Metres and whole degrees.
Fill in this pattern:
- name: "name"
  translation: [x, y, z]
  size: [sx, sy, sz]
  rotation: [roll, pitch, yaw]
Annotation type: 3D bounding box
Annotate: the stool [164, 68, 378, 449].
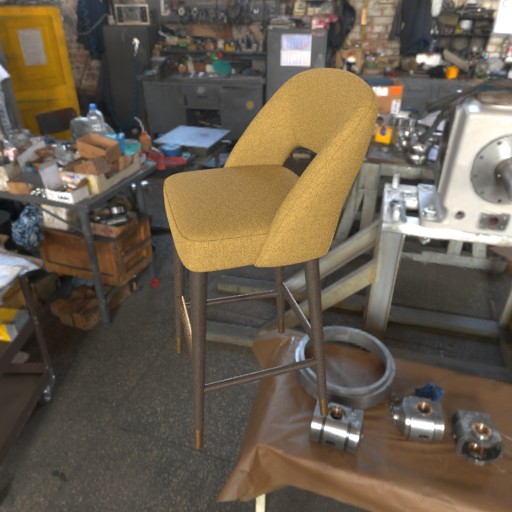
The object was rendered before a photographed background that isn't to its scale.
- name: "stool"
  translation: [0.000, 0.000, 1.348]
  size: [0.522, 1.032, 0.536]
  rotation: [-8, 32, -14]
